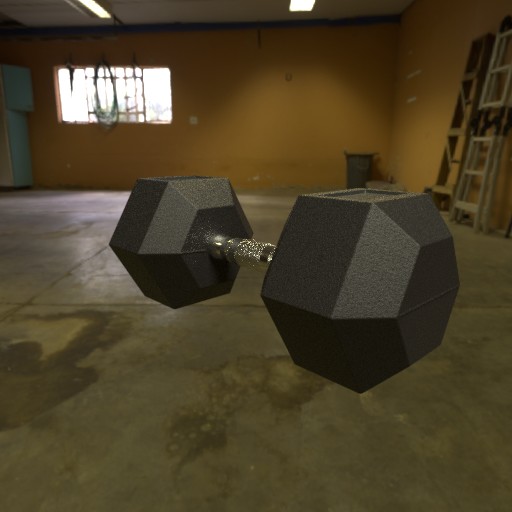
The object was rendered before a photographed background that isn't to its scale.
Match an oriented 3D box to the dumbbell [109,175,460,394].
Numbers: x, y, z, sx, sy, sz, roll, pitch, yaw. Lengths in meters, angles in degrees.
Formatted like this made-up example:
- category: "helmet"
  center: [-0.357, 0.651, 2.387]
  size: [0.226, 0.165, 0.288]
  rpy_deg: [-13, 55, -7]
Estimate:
- category: "dumbbell"
  center: [0.000, 0.000, 0.470]
  size: [0.173, 0.150, 0.384]
  rpy_deg: [-13, 19, -42]
